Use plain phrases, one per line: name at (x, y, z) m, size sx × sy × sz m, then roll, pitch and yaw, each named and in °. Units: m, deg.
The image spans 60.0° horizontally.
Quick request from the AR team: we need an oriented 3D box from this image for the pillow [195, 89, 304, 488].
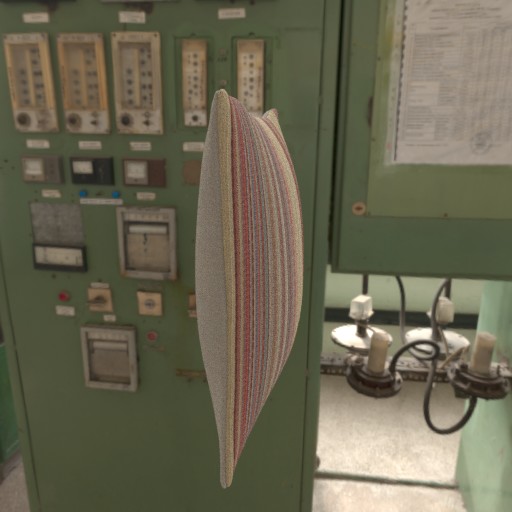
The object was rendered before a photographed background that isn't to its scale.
pillow at (0.000, 0.000, 0.635) m, size 0.136 × 0.419 × 0.437 m, roll 2°, pitch 16°, yaw 8°
